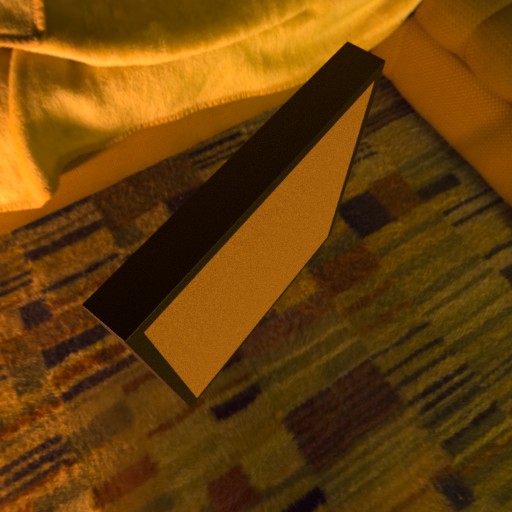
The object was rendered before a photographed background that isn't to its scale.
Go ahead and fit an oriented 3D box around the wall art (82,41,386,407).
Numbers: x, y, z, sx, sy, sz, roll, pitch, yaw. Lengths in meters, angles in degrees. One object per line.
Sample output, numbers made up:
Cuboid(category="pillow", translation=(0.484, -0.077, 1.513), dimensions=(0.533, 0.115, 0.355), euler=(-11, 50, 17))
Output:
Cuboid(category="wall art", translation=(0.000, 0.000, 0.460), dimensions=(0.038, 0.304, 0.304), euler=(35, 69, 16))
